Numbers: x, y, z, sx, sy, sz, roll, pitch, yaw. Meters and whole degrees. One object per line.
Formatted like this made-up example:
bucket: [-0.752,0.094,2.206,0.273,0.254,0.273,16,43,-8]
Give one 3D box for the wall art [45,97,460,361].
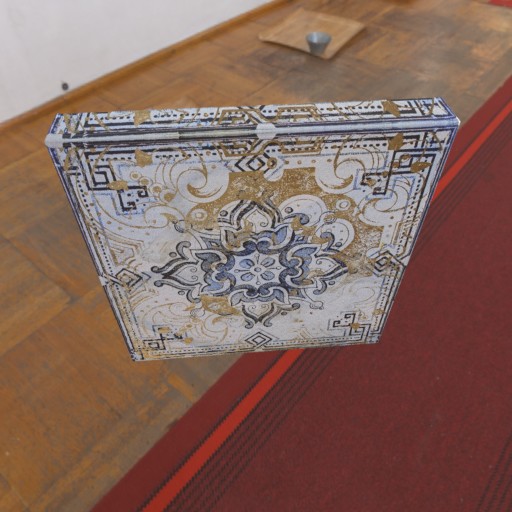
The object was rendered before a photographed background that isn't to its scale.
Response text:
wall art: [0.000,0.000,0.445,0.302,0.306,0.038,-4,47,-3]
